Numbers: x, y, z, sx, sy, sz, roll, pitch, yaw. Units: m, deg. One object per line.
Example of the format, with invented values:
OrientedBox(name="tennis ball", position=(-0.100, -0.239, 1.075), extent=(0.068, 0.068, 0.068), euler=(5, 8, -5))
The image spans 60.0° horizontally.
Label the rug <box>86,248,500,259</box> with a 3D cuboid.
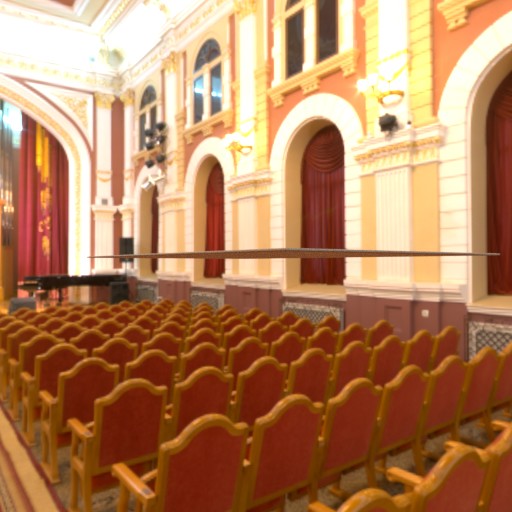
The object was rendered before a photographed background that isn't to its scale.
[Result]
OrientedBox(name="rug", position=(0.000, 0.000, 2.936), extent=(1.524, 0.011, 2.438), euler=(1, -1, -36))
